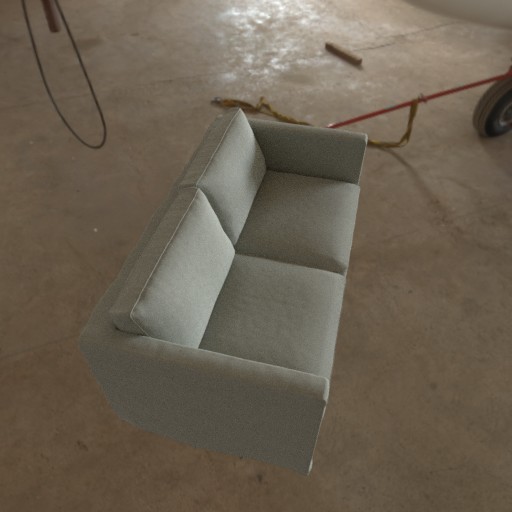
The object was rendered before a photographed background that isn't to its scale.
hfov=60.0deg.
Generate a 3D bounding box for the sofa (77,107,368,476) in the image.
[{"bbox_3d":[0.000,0.000,2.298,0.944,0.830,1.727,11,47,10],"label":"sofa"}]
